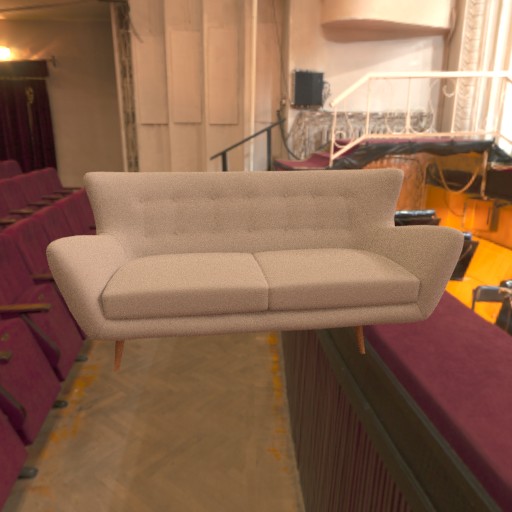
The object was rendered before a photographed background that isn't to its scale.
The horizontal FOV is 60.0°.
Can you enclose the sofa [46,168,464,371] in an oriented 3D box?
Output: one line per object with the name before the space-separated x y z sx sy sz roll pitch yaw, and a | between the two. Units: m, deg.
sofa | 0.000 0.000 2.431 1.930 0.890 0.899 -2 16 -8
